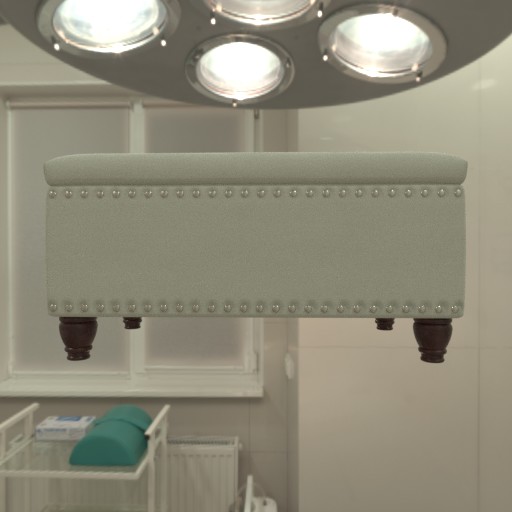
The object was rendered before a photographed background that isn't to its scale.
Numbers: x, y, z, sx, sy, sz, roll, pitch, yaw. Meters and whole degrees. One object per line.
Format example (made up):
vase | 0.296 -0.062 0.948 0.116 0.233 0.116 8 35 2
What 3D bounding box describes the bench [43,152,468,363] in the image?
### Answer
bench | 0.000 0.000 1.163 0.887 0.449 0.500 0 1 2
